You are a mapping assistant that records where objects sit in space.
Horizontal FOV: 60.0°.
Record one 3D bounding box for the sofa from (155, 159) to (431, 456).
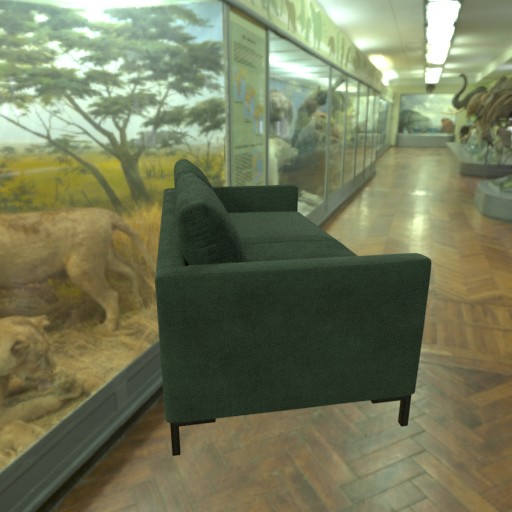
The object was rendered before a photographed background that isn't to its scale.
[{"bbox_3d":[0.000,0.000,2.138,0.875,0.817,1.676,-3,18,-10],"label":"sofa"}]
